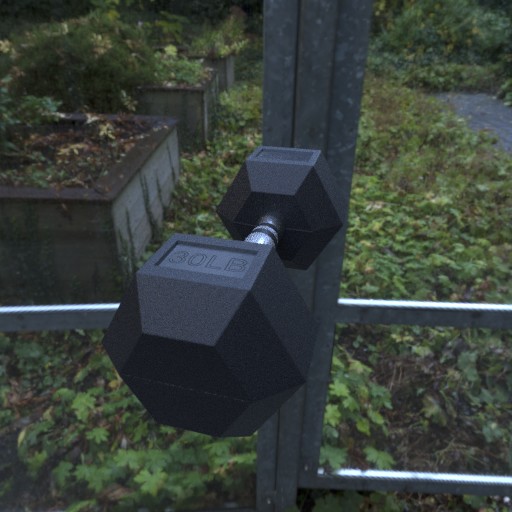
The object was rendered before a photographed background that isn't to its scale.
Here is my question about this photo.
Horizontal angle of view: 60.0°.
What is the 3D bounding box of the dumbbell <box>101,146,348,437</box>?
[{"bbox_3d":[0.000,0.000,0.409,0.142,0.123,0.337,8,30,13],"label":"dumbbell"}]
